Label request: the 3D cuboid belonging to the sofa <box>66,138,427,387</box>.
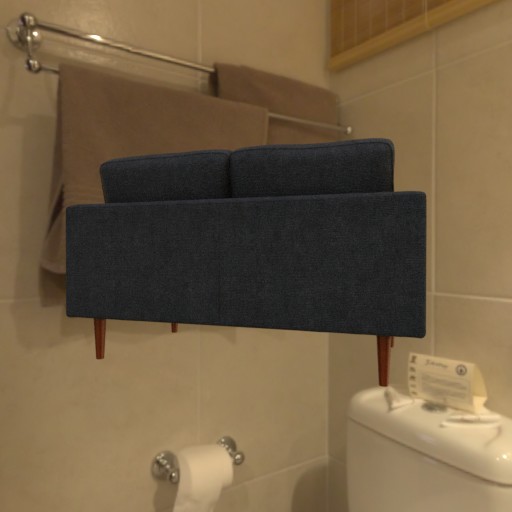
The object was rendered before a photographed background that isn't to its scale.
[{"bbox_3d":[0.000,0.000,2.194,1.582,0.944,0.903,0,1,19],"label":"sofa"}]
